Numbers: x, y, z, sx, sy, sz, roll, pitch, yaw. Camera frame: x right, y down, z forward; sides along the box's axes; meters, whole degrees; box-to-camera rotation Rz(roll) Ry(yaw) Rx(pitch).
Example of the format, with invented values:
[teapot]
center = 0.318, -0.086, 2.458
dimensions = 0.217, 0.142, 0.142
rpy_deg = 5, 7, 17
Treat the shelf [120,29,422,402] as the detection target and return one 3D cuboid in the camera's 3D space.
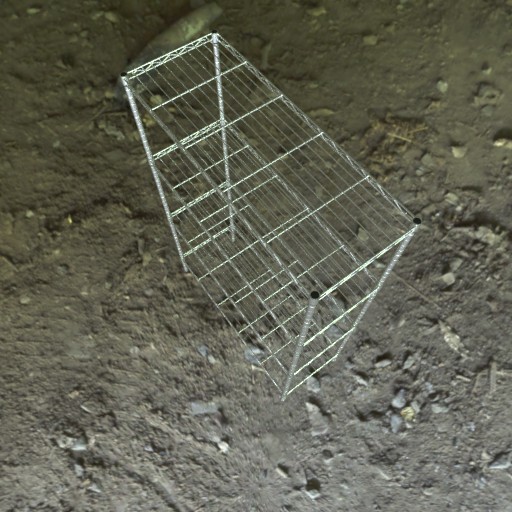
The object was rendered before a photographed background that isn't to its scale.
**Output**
[shelf]
center = 0.000, 0.000, 1.803
dimensions = 0.352, 1.360, 0.907
rpy_deg = -33, 67, -16
